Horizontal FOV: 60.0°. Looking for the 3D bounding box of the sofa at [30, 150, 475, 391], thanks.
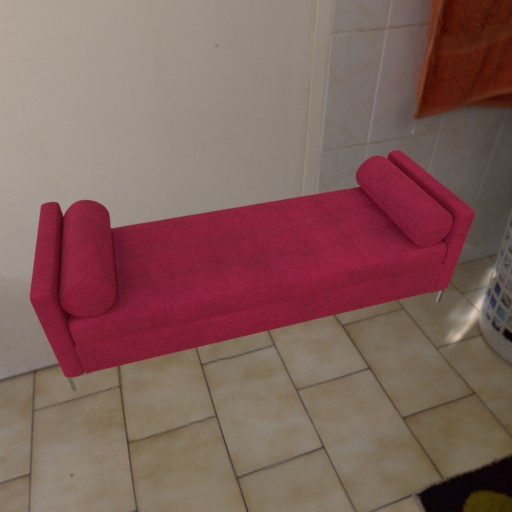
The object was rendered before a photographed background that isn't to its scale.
[{"bbox_3d":[0.000,0.000,2.311,1.981,0.635,0.686,-11,41,-13],"label":"sofa"}]
